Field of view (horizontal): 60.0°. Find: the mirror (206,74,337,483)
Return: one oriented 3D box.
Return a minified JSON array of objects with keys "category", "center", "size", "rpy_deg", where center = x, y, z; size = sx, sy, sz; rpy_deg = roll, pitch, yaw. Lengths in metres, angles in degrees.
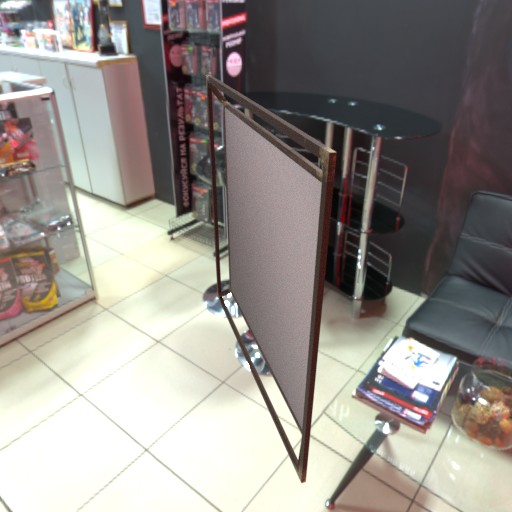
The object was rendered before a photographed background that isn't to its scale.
[{"category":"mirror","center":[0.000,0.000,0.903],"size":[0.032,0.610,0.610],"rpy_deg":[-10,32,-16]}]
